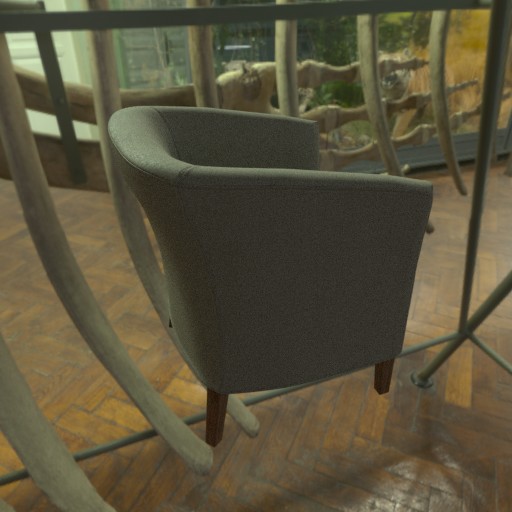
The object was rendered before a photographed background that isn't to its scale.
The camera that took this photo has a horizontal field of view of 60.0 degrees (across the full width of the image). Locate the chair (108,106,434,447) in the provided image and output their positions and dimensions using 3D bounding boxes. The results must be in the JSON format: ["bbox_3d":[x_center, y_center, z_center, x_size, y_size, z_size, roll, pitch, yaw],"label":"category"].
[{"bbox_3d":[0.000,0.000,1.237,0.668,0.771,0.600,-11,33,-17],"label":"chair"}]
